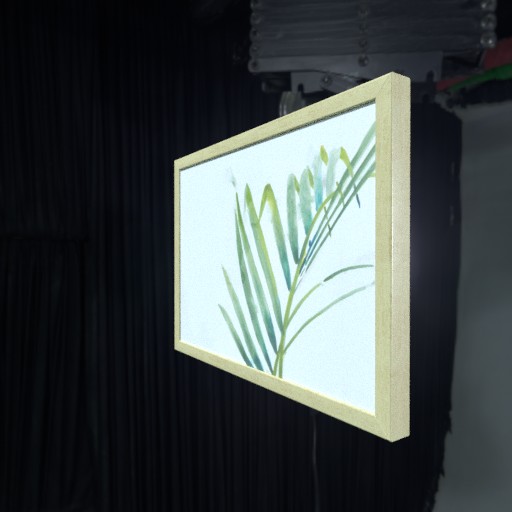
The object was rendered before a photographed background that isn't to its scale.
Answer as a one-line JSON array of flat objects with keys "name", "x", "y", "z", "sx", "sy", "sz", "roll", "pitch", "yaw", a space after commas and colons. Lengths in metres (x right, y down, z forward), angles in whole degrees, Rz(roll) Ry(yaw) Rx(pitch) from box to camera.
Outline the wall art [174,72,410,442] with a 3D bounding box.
[{"name": "wall art", "x": 0.000, "y": 0.000, "z": 0.683, "sx": 0.032, "sy": 0.381, "sz": 0.533, "roll": 0, "pitch": 0, "yaw": -35}]
